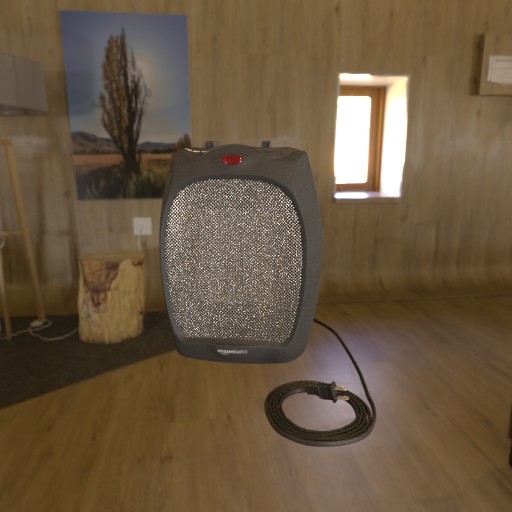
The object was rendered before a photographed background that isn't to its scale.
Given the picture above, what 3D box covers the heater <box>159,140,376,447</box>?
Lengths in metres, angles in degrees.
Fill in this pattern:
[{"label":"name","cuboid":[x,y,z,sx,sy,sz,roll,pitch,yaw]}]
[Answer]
[{"label":"heater","cuboid":[0.000,0.000,0.469,0.239,0.240,0.291,2,13,8]}]
